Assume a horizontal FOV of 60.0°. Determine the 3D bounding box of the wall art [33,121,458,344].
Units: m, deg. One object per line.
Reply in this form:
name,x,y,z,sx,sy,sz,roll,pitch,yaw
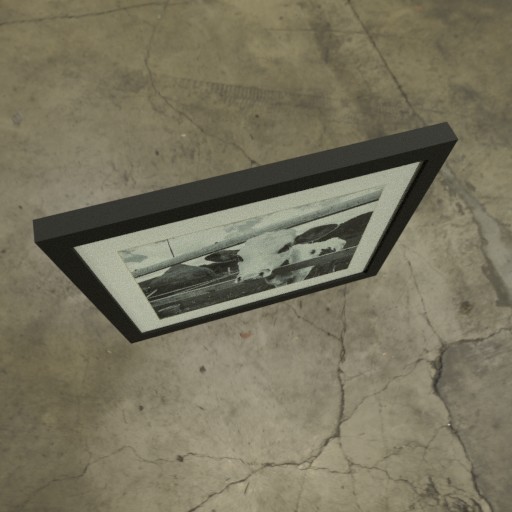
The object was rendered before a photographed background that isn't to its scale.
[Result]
wall art,0.000,0.000,0.559,0.404,0.329,0.024,-15,65,-7
